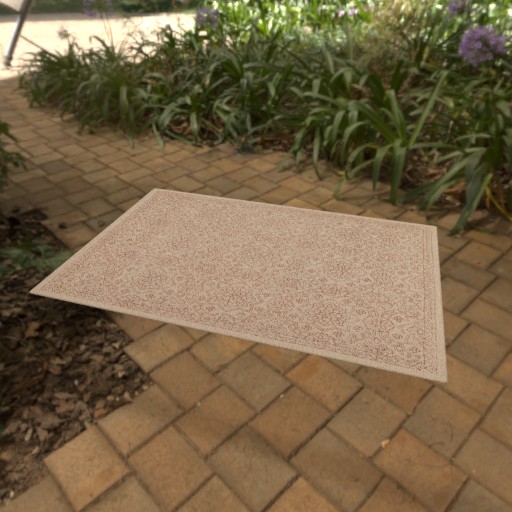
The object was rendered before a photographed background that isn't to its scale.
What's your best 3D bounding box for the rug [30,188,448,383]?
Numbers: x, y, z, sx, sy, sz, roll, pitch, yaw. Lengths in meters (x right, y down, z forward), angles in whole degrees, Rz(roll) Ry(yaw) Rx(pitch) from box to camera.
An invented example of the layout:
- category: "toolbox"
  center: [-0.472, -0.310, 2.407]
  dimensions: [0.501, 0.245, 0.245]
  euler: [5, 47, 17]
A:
- category: "rug"
  center: [0.000, 0.000, 2.318]
  dimensions: [1.829, 0.010, 1.219]
  euler: [9, 34, 14]
